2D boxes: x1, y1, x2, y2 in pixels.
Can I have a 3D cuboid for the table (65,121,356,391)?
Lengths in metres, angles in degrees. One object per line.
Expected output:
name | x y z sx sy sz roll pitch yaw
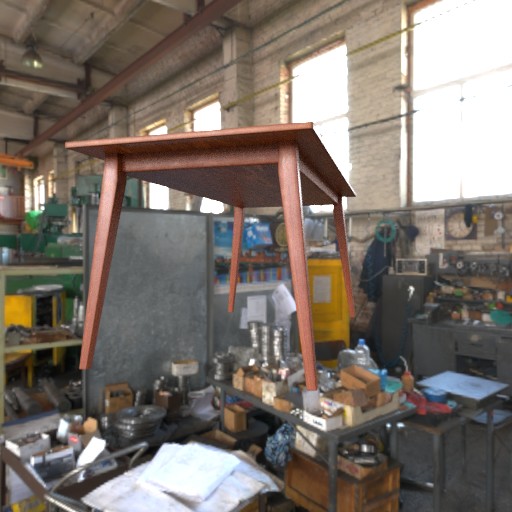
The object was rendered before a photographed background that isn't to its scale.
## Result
table | 0.000 0.000 2.093 0.811 0.755 1.609 0 1 17
